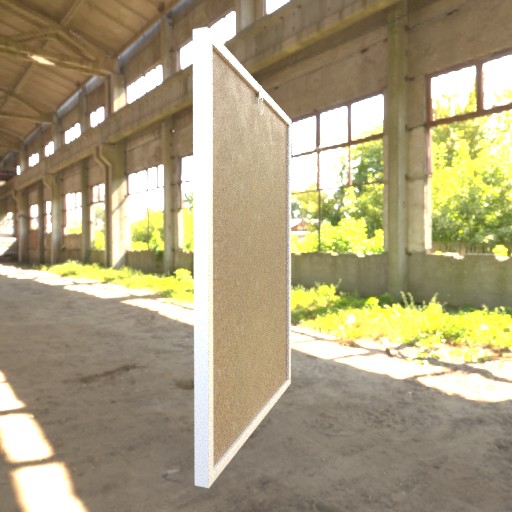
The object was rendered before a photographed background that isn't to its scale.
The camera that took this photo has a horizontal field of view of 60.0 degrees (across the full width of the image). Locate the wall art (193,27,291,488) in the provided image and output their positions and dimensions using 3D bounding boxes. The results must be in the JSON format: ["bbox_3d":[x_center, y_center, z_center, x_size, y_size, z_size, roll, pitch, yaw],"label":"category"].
[{"bbox_3d":[0.000,0.000,1.400,0.042,1.056,0.805,1,2,18],"label":"wall art"}]
